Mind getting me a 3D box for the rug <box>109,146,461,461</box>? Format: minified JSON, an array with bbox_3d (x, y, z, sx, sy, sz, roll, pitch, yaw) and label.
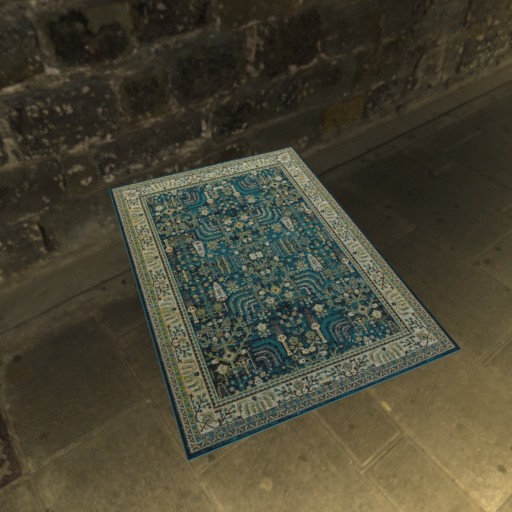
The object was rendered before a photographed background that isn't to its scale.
[{"bbox_3d":[0.000,0.000,2.989,1.594,0.013,2.213,-17,49,-15],"label":"rug"}]
